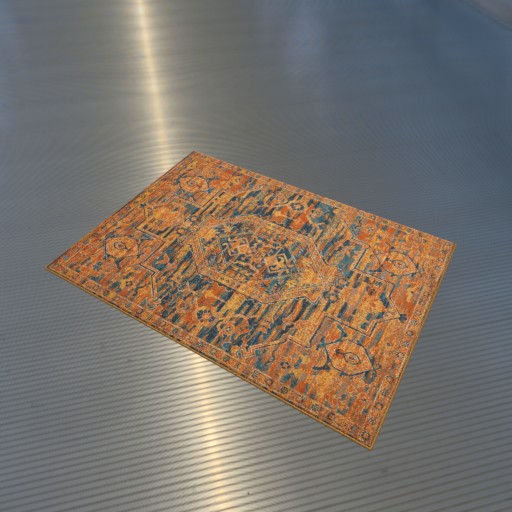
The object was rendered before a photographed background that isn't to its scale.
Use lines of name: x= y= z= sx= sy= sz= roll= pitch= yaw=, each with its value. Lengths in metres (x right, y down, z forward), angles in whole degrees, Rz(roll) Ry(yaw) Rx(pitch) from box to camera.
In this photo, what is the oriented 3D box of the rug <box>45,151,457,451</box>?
rug: x=0.000 y=0.000 z=2.907 sx=2.204 sy=0.024 sz=1.588 roll=23 pitch=50 yaw=21
